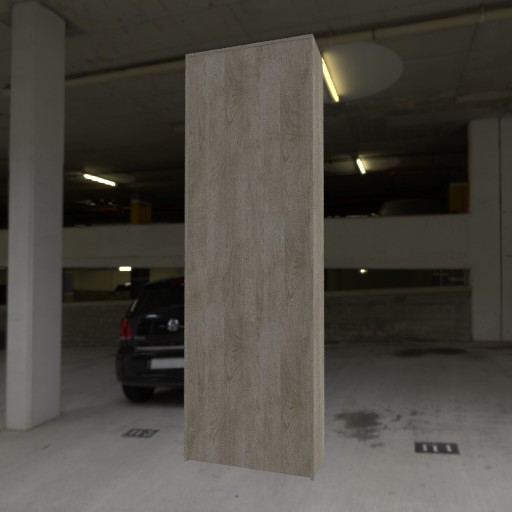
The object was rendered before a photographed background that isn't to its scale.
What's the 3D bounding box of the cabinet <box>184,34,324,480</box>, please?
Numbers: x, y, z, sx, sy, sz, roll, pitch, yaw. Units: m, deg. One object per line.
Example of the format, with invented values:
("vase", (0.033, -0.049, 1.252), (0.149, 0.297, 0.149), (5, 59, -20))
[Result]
("cabinet", (0.000, 0.000, 1.816), (0.520, 1.630, 0.250), (0, -1, 18))
